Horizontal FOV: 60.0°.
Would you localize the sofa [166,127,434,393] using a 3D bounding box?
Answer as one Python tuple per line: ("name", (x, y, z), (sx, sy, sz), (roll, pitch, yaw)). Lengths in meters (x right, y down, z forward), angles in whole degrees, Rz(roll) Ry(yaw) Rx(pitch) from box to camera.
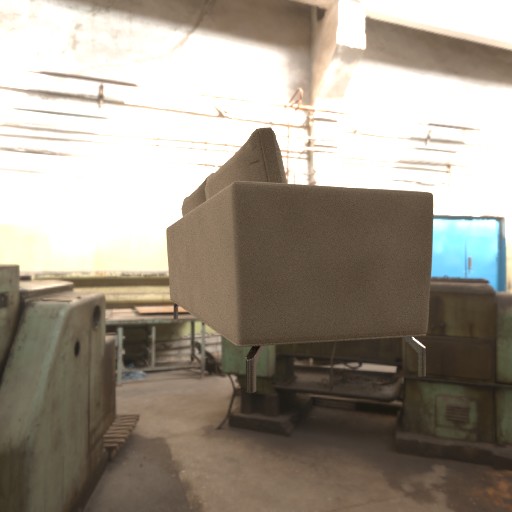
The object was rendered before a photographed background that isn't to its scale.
("sofa", (0.000, 0.000, 2.716), (0.868, 1.005, 2.214), (0, -1, -17))
